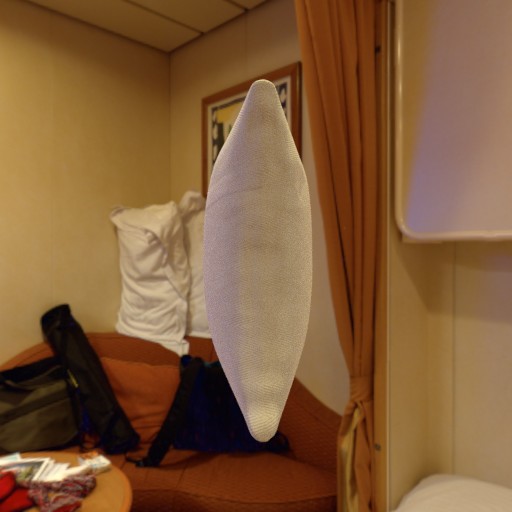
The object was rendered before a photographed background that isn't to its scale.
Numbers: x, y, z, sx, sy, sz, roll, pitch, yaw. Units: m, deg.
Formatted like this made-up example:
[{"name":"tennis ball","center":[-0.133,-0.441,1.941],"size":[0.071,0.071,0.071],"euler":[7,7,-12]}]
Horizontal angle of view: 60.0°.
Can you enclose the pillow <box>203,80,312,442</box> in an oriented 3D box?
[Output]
[{"name":"pillow","center":[0.000,0.000,0.615],"size":[0.139,0.305,0.506],"euler":[0,0,-1]}]
